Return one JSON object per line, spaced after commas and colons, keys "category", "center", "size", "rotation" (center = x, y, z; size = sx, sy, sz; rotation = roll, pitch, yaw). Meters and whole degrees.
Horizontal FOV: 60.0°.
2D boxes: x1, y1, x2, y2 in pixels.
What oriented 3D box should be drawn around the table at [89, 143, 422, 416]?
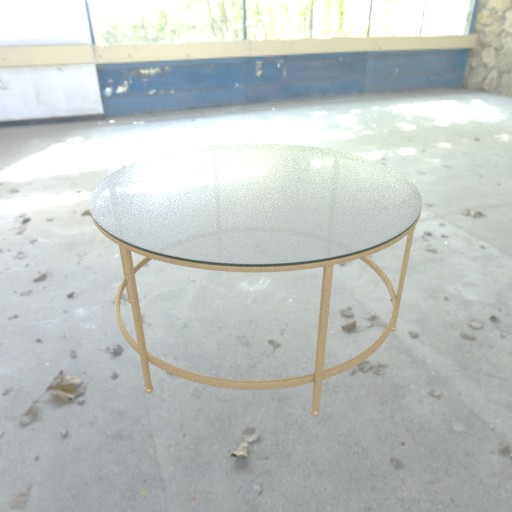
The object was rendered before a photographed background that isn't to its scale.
{"category": "table", "center": [0.000, 0.000, 1.394], "size": [0.914, 0.470, 0.914], "rotation": [0, 29, 0]}
